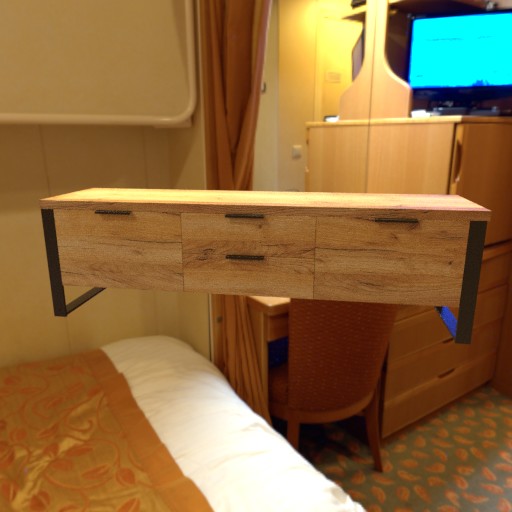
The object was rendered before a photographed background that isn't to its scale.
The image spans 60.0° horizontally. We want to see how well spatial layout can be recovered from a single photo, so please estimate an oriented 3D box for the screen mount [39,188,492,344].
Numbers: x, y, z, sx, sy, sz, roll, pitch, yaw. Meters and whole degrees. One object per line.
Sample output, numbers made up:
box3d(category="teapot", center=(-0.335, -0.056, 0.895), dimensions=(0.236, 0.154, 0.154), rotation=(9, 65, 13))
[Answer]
box3d(category="screen mount", center=(0.000, 0.000, 1.709), dimensions=(1.524, 0.450, 0.395), rotation=(2, 15, 9))
